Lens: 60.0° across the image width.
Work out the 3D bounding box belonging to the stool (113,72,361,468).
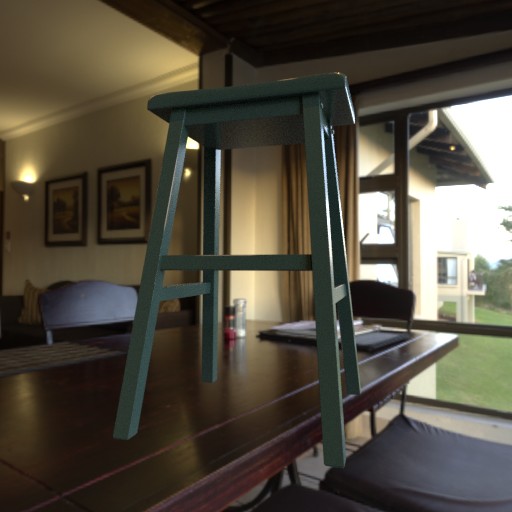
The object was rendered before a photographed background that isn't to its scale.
[{"bbox_3d":[0.000,0.000,1.057,0.457,0.737,0.476,0,-1,17],"label":"stool"}]
